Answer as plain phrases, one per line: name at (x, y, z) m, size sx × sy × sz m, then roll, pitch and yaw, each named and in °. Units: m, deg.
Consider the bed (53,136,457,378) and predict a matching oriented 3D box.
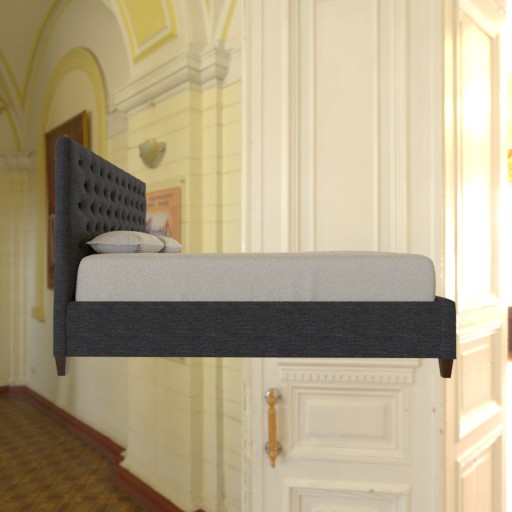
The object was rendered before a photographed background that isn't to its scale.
bed at (0.000, 0.000, 3.433) m, size 2.387 × 1.427 × 1.698 m, roll 0°, pitch 0°, yaw 1°
